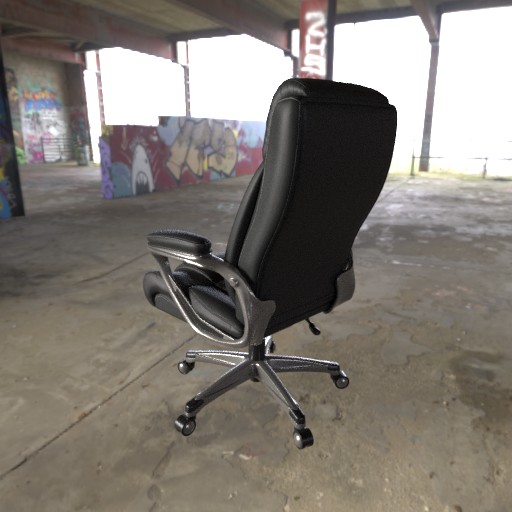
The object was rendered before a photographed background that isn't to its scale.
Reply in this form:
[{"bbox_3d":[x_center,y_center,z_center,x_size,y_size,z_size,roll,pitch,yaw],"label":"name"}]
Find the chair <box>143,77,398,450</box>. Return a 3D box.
[{"bbox_3d":[0.000,0.000,1.635,0.741,1.167,0.784,-15,21,-42],"label":"chair"}]
